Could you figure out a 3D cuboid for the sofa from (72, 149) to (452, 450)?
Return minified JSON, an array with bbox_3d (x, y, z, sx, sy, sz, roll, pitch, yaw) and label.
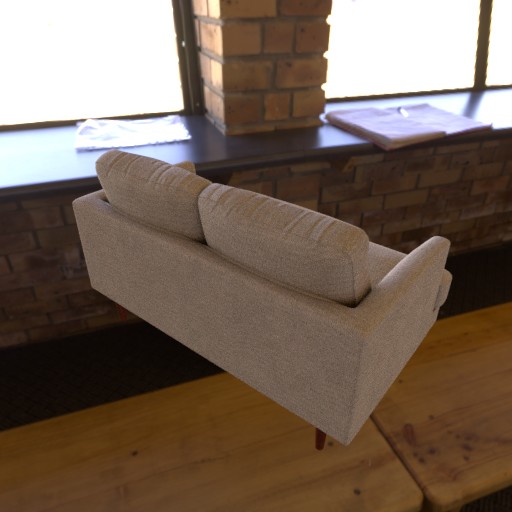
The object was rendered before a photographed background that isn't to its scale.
[{"bbox_3d":[0.000,0.000,2.112,1.582,0.944,0.903,23,38,32],"label":"sofa"}]
